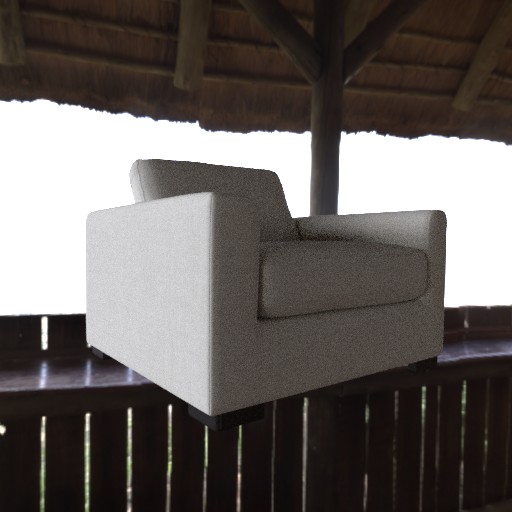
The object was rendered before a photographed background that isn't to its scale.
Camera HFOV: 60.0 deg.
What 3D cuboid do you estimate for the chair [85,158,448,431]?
[{"bbox_3d":[0.000,0.000,1.828,1.070,0.876,1.100,-1,2,-37],"label":"chair"}]
